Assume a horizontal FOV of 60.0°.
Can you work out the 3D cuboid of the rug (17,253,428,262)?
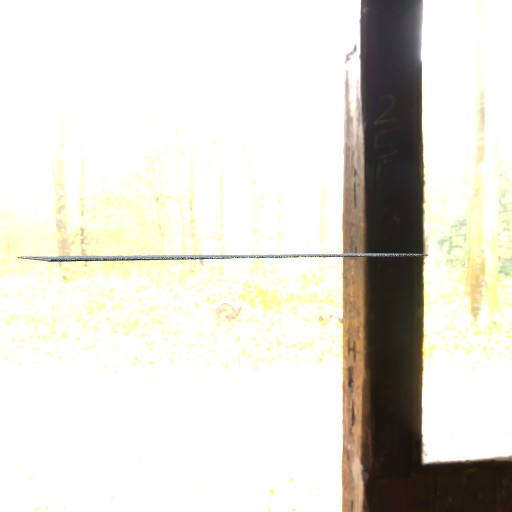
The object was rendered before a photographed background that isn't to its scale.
[{"bbox_3d":[0.000,0.000,2.389,2.196,0.011,0.662,-1,1,-36],"label":"rug"}]
